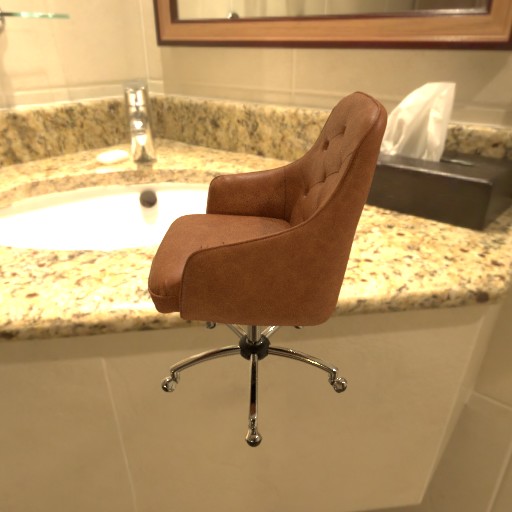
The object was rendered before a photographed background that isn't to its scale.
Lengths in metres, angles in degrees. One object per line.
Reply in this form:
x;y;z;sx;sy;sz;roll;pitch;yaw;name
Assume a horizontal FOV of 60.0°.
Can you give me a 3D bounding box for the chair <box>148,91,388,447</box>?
0.000;0.000;1.322;0.615;0.909;0.628;0;27;0;chair
